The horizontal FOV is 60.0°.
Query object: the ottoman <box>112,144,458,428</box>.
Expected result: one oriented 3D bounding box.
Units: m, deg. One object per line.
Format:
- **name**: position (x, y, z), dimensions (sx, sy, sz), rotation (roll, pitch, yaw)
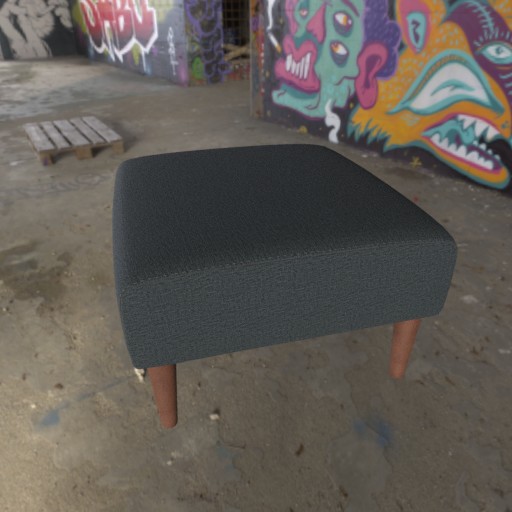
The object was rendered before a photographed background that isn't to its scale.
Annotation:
- **ottoman**: position (0.000, 0.000, 1.094), dimensions (0.649, 0.398, 0.650), rotation (-8, 30, -13)
